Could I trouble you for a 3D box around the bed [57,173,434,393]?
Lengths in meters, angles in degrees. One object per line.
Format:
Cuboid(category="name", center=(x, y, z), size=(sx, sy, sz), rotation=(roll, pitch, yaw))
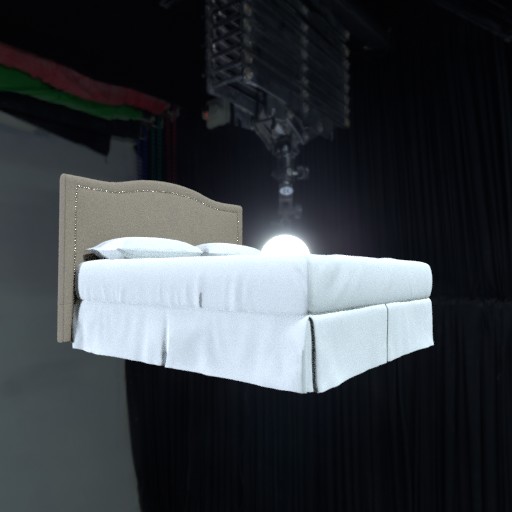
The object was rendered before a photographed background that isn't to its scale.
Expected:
Cuboid(category="bed", center=(0.000, 0.000, 3.496), size=(2.182, 1.421, 2.083), rotation=(-2, -3, 38))
